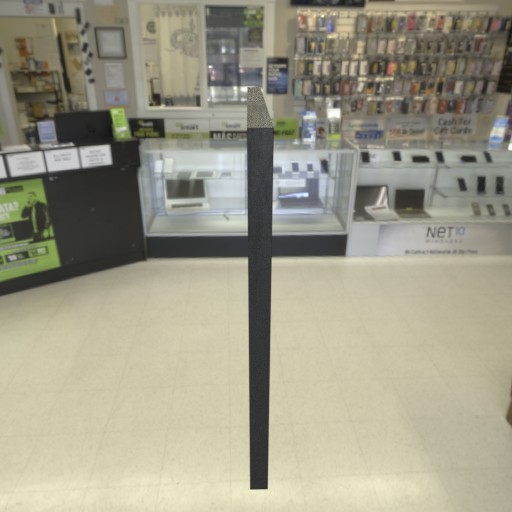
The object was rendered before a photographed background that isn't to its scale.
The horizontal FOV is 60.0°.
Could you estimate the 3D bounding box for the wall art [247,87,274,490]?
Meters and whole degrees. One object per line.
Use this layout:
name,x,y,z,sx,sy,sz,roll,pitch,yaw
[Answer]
wall art,0.000,0.000,1.145,0.039,0.763,0.763,0,25,-1
